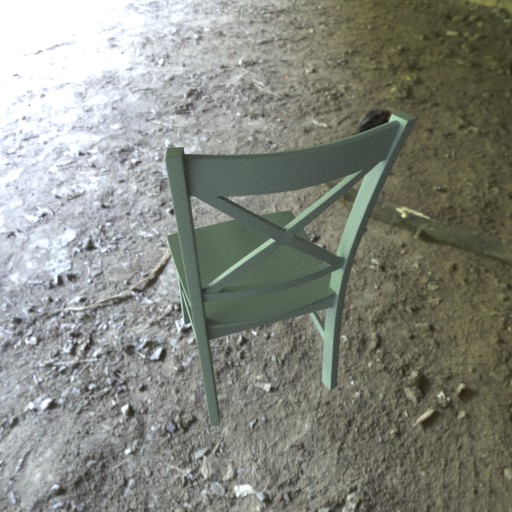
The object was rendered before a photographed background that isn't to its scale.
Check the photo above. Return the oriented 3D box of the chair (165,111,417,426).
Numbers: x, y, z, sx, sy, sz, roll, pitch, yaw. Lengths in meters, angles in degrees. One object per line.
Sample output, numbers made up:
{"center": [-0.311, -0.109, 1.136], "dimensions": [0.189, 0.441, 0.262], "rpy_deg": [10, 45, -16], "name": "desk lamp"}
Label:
{"center": [0.000, 0.000, 1.288], "dimensions": [0.485, 0.983, 0.542], "rpy_deg": [-13, 43, -14], "name": "chair"}
